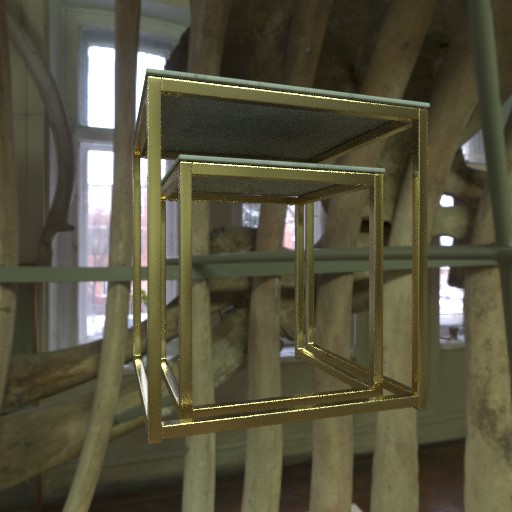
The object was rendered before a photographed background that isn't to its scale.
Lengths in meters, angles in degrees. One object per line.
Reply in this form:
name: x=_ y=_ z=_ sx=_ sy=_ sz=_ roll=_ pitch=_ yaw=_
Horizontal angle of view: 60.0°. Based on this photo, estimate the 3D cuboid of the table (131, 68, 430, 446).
table: x=0.000 y=0.000 z=0.867 sx=0.450 sy=0.500 sz=0.450 roll=0 pitch=0 yaw=-18
